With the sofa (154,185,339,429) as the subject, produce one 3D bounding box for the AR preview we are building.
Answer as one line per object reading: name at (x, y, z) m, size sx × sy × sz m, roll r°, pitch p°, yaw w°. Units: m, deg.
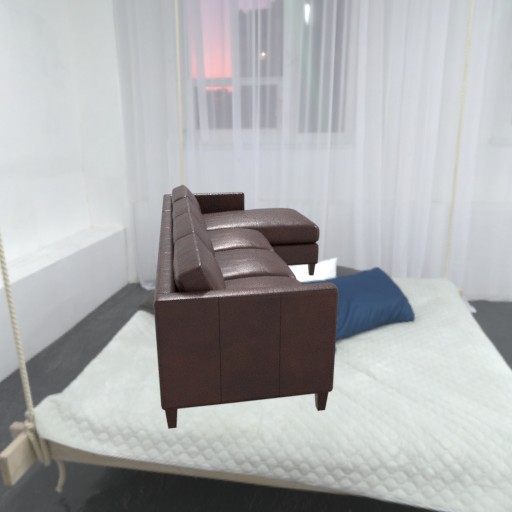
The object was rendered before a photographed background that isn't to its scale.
sofa at (0.000, 0.000, 3.826) m, size 1.581 × 0.883 × 3.203 m, roll -3°, pitch 17°, yaw -10°
